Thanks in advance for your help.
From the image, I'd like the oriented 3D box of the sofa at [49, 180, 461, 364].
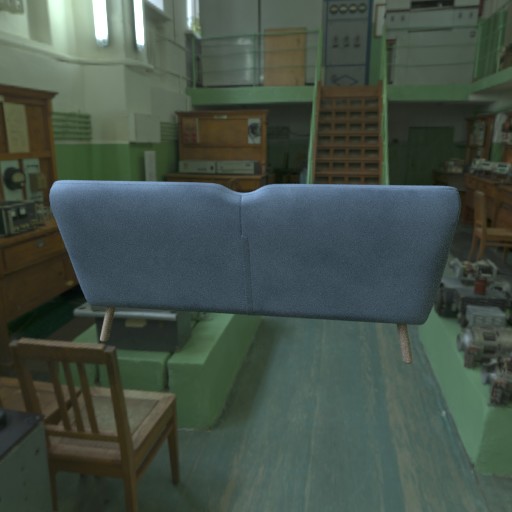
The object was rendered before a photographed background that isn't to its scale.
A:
[{"bbox_3d":[0.000,0.000,2.254,1.870,0.810,0.850,2,15,8],"label":"sofa"}]
